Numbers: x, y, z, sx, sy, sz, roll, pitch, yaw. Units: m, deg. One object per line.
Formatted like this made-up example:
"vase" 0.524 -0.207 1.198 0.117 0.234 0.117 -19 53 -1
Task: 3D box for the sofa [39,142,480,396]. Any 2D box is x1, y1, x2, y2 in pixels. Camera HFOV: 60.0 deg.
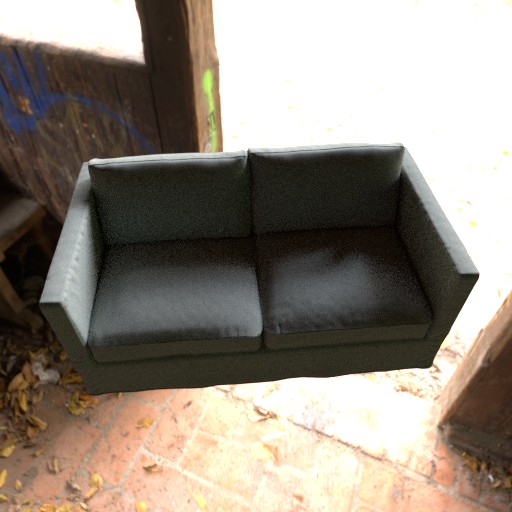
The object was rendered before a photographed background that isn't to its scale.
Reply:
"sofa" 0.000 0.000 2.197 1.727 0.830 0.944 -4 47 -3
